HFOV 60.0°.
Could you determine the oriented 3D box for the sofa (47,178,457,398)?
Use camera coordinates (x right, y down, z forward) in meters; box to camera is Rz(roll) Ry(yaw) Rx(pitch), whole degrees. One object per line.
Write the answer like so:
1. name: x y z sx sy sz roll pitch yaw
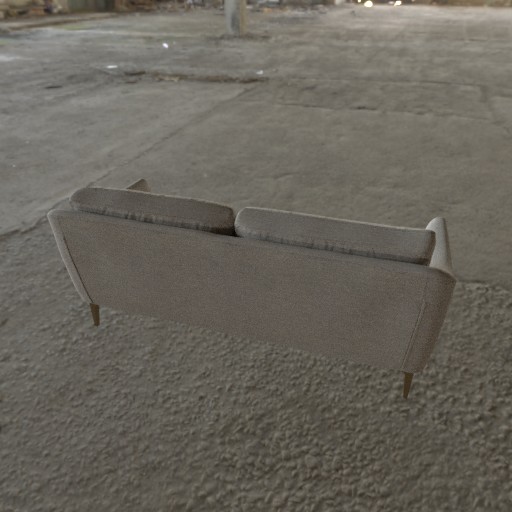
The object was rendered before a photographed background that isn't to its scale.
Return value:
1. sofa: 0.000 0.000 2.528 2.036 0.913 0.980 10 33 15
